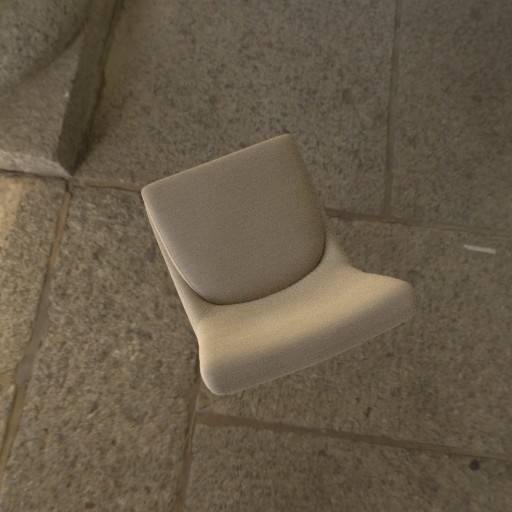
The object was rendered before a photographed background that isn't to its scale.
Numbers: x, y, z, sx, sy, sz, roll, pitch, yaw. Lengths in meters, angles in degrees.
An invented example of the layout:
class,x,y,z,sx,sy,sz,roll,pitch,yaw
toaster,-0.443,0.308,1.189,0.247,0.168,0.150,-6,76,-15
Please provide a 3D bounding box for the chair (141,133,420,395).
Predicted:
class,x,y,z,sx,sy,sz,roll,pitch,yaw
chair,0.000,0.000,1.281,0.515,0.940,0.638,-21,78,-5
